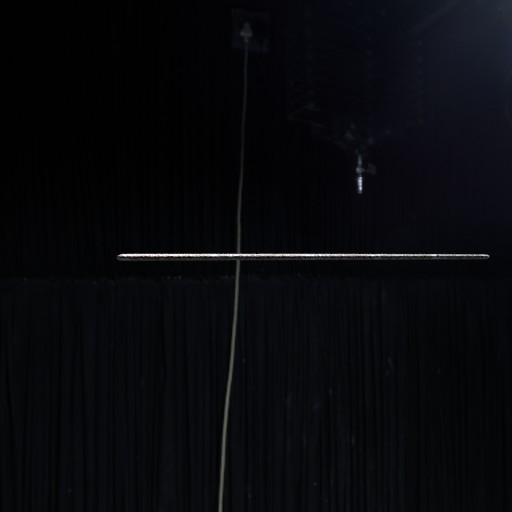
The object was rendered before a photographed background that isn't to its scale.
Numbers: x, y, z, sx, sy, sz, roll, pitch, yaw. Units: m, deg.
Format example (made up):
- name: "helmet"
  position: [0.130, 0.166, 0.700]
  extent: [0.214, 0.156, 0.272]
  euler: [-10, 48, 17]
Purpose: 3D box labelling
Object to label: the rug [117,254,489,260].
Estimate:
- name: "rug"
  position: [0.000, 0.000, 4.134]
  extent: [2.438, 0.029, 3.047]
  euler: [0, 0, -17]
